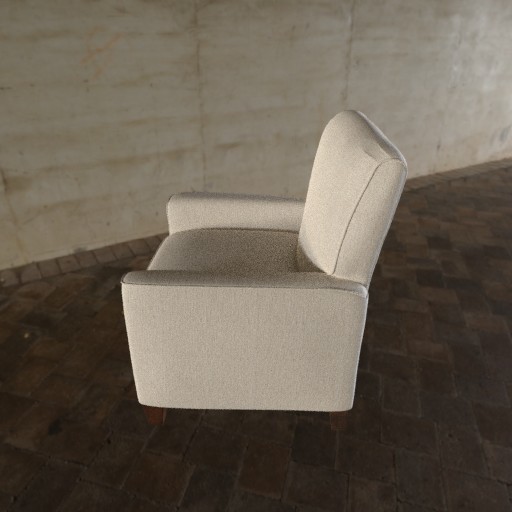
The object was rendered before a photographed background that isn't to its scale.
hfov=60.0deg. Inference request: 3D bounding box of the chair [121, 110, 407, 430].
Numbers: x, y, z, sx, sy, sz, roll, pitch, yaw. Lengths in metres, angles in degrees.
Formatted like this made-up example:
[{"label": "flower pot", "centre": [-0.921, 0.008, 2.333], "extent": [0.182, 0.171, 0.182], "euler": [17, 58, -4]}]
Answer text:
[{"label": "chair", "centre": [0.000, 0.000, 1.711], "extent": [0.858, 1.028, 0.841], "euler": [1, 28, 2]}]
